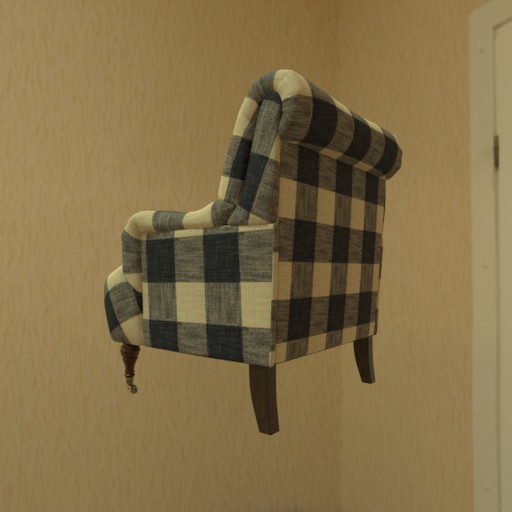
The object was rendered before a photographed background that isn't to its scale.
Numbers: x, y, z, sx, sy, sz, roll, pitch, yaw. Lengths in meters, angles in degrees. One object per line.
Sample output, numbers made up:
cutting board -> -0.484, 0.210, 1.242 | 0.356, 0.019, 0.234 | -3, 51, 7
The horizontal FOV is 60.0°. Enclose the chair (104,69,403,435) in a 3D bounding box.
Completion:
chair -> 0.000, 0.000, 1.619 | 0.848, 0.953, 0.781 | -1, -2, 38
